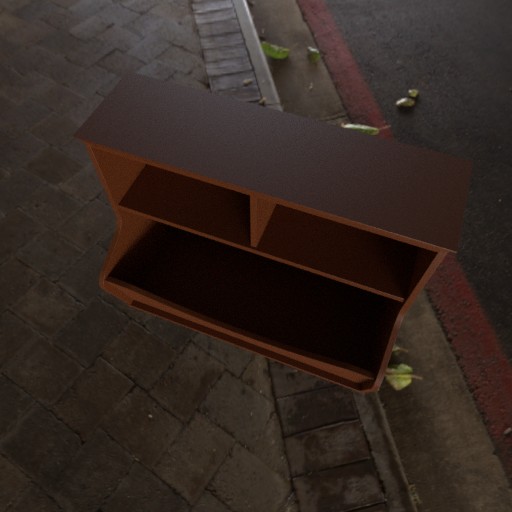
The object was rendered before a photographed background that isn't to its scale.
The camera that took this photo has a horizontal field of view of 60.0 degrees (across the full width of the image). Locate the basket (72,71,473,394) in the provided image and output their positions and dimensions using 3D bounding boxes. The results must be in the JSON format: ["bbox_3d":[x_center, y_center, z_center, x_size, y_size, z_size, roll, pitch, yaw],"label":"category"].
[{"bbox_3d":[0.000,0.000,1.141,0.792,0.625,0.376,18,60,11],"label":"basket"}]
